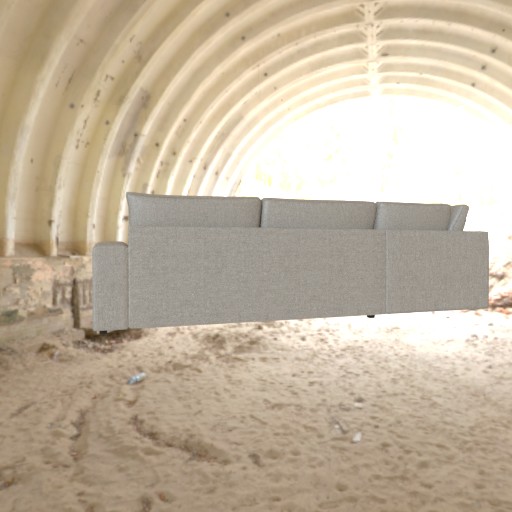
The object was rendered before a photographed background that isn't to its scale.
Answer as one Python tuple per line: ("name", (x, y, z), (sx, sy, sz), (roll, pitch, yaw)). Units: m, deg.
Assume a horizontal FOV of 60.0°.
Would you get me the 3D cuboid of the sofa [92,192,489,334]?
("sofa", (0.000, 0.000, 4.033), (2.742, 0.800, 2.622), (0, 1, -19))
